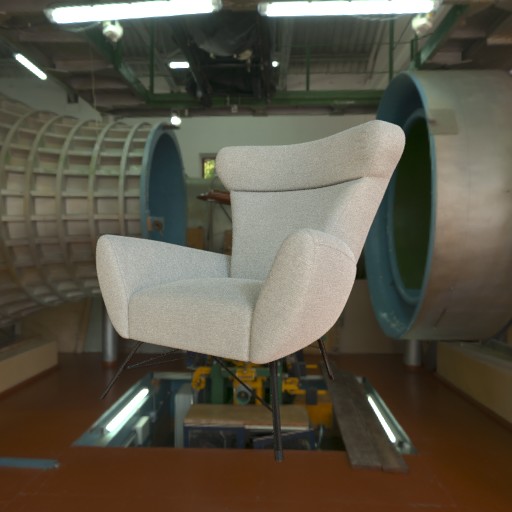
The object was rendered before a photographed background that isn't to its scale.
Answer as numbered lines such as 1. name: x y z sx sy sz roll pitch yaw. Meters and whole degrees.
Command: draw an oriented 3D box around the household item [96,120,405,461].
1. household item: 0.000 0.000 1.750 0.980 1.050 0.900 1 1 37
